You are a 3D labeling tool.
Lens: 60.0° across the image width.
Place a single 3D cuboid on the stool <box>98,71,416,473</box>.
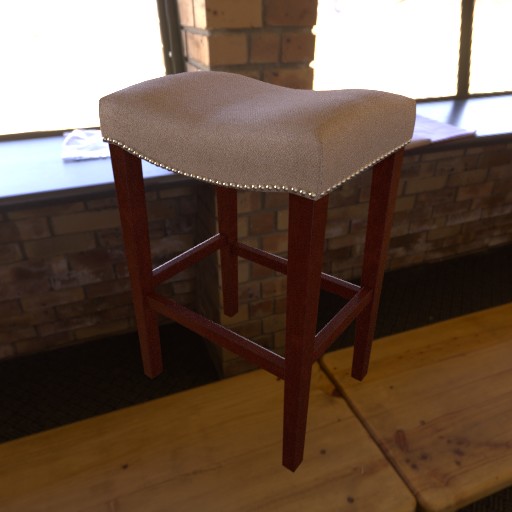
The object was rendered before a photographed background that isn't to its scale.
[{"bbox_3d":[0.000,0.000,1.011,0.504,0.742,0.372,21,36,31],"label":"stool"}]
